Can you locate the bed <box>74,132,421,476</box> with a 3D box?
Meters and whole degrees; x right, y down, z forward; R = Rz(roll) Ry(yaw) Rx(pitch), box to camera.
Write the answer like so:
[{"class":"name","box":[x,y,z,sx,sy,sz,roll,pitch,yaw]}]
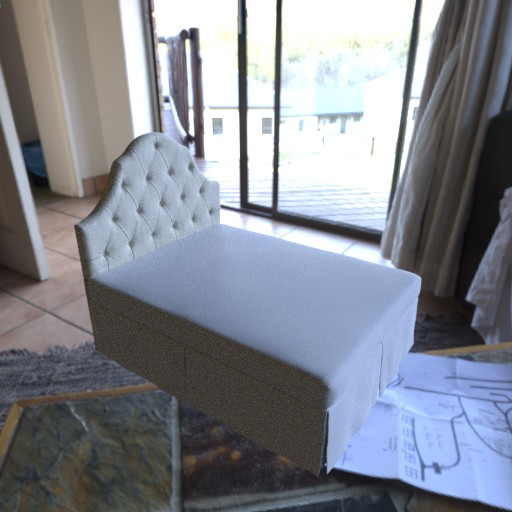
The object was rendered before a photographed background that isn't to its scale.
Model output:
[{"class":"bed","box":[0.000,0.000,3.245,2.092,1.575,1.627,16,29,32]}]
